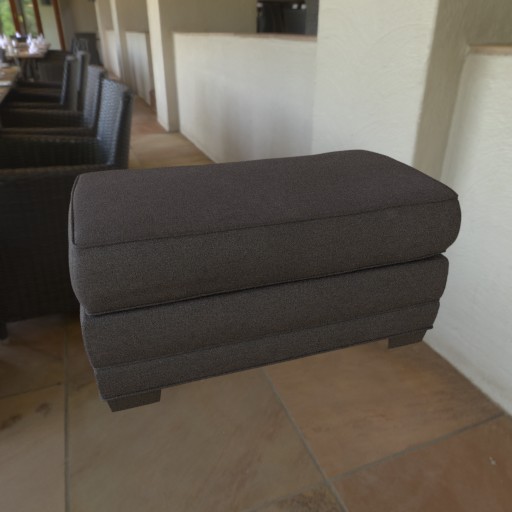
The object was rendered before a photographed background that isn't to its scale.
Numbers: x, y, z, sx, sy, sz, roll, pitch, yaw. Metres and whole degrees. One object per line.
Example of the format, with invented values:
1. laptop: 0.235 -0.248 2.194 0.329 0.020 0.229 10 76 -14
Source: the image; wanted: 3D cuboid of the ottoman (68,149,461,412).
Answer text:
1. ottoman: 0.000 0.000 1.156 0.864 0.448 0.490 -8 28 -16
